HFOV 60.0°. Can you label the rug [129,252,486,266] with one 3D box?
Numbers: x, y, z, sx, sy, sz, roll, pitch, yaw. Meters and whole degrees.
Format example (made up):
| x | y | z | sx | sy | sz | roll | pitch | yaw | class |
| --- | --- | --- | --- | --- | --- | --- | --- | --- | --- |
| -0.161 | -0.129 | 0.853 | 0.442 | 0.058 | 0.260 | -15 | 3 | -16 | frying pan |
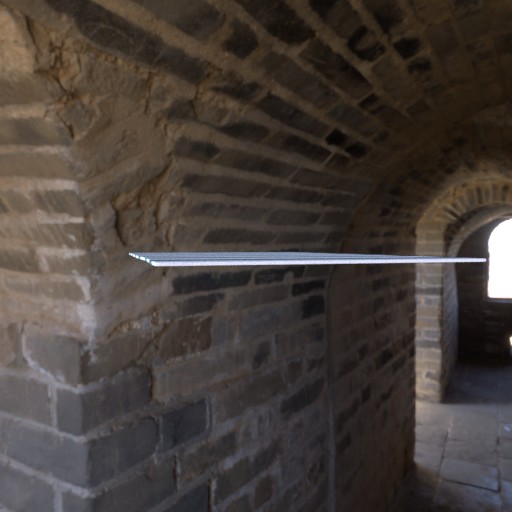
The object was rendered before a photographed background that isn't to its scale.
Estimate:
| x | y | z | sx | sy | sz | roll | pitch | yaw | class |
| --- | --- | --- | --- | --- | --- | --- | --- | --- | --- |
| 0.000 | 0.000 | 2.327 | 1.210 | 0.012 | 1.829 | 0 | 1 | -18 | rug |
